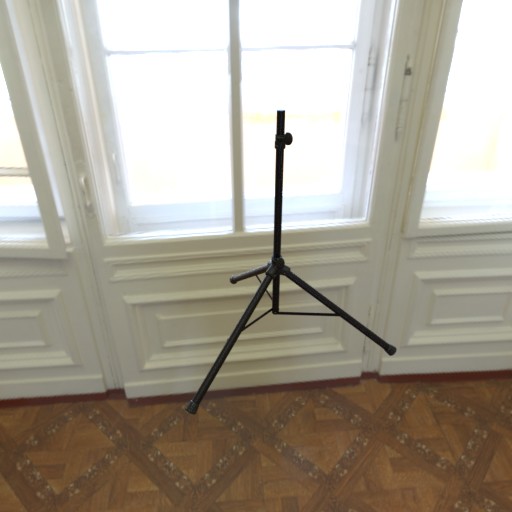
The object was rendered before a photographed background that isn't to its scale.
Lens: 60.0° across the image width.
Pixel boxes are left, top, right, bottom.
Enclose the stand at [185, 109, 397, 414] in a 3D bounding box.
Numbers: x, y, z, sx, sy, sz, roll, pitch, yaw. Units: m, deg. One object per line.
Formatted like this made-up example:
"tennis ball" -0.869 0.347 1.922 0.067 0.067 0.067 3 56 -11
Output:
"stand" 0.000 0.000 1.856 1.045 1.136 0.907 23 38 33
